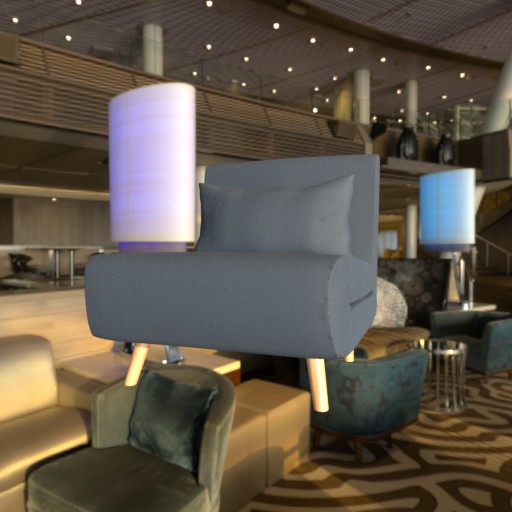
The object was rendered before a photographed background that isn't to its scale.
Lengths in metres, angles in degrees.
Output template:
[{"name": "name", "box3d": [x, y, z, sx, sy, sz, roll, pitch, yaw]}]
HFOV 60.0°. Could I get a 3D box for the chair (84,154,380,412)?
[{"name": "chair", "box3d": [0.000, 0.000, 1.548, 0.770, 0.808, 0.900, 0, 1, 21]}]
